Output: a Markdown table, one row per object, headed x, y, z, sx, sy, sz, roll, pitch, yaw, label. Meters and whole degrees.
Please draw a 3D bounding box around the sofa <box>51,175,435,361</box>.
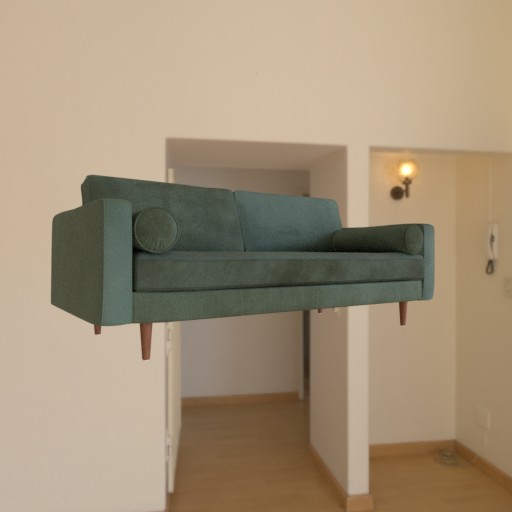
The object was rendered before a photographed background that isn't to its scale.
| x | y | z | sx | sy | sz | roll | pitch | yaw | label |
| --- | --- | --- | --- | --- | --- | --- | --- | --- | --- |
| 0.000 | 0.000 | 2.355 | 1.880 | 0.772 | 0.916 | 0 | 0 | -34 | sofa |
